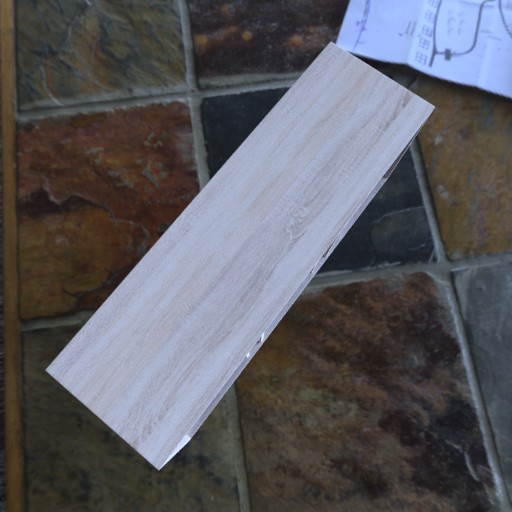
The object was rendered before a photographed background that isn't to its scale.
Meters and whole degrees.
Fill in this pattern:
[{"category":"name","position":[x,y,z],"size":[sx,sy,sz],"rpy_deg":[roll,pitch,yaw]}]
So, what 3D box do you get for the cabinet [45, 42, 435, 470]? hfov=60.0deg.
[{"category":"cabinet","position":[0.000,0.000,1.981],"size":[0.500,0.780,1.650],"rpy_deg":[37,78,9]}]
